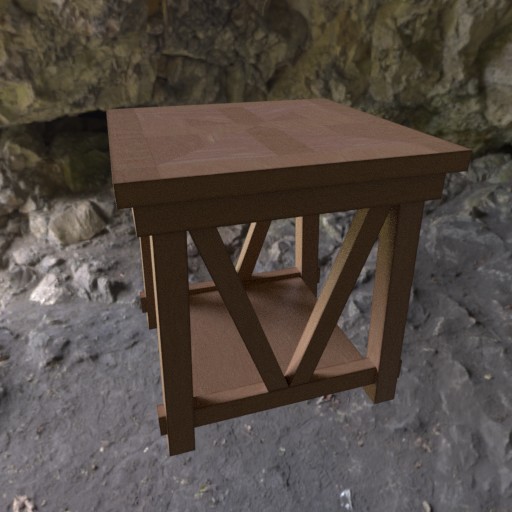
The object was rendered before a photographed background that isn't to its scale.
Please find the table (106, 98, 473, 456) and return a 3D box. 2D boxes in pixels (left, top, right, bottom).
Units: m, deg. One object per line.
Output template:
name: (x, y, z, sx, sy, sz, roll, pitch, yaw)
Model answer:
table: (0.000, 0.000, 1.109, 0.612, 0.638, 0.610, -8, 29, -15)
